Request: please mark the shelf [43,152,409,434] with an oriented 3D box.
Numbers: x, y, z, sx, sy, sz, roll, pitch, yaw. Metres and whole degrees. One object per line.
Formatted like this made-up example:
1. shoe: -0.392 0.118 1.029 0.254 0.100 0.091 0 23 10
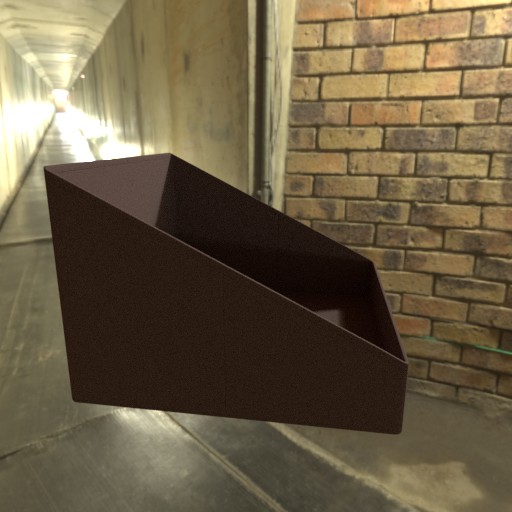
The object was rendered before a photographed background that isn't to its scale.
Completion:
1. shelf: 0.000 0.000 0.487 0.292 0.210 0.292 2 15 9
